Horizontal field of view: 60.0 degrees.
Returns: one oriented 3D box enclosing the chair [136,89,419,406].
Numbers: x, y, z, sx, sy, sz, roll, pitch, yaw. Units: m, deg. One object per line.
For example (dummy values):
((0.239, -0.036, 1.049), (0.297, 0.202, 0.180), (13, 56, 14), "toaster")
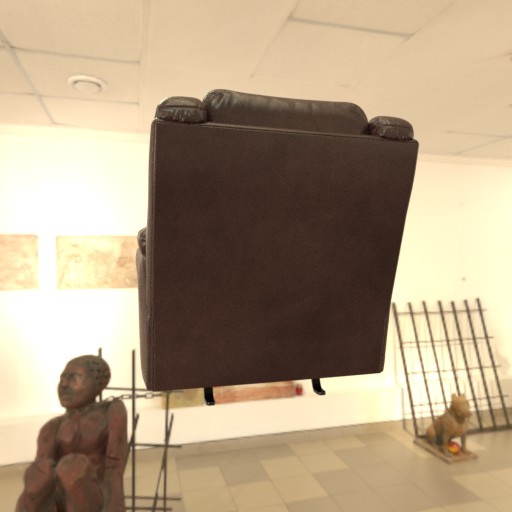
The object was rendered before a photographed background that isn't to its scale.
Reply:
((0.000, 0.000, 1.907), (0.990, 1.093, 1.041), (0, 0, -16), "chair")
